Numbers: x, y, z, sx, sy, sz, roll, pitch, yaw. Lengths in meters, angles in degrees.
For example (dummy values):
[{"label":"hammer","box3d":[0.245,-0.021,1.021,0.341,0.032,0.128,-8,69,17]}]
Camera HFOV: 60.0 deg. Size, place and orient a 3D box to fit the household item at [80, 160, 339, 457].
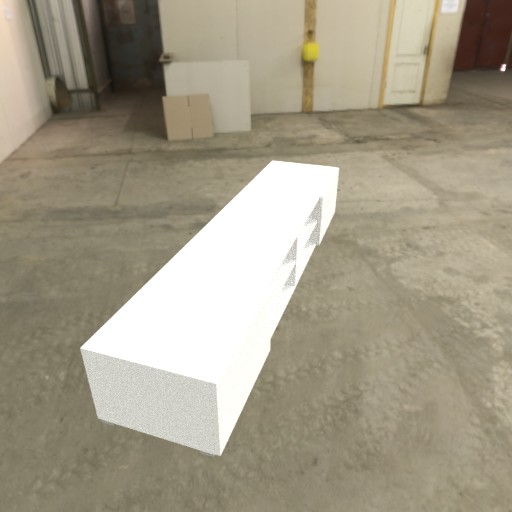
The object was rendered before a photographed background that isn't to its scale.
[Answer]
[{"label":"household item","box3d":[0.000,0.000,2.038,0.420,0.310,1.850,10,31,16]}]
